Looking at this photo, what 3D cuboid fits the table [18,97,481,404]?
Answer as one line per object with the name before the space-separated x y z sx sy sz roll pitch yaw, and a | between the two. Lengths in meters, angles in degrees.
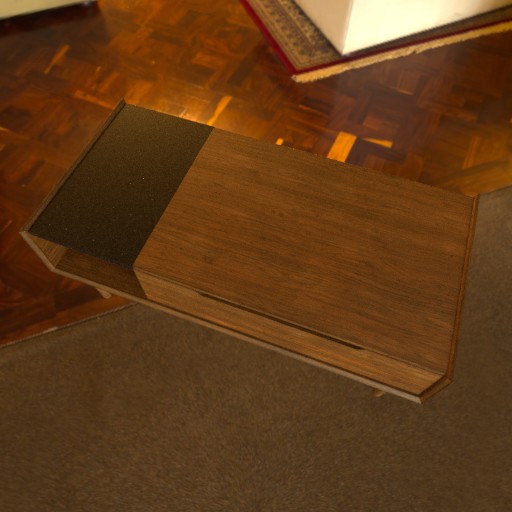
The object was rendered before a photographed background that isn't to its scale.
table | 0.000 0.000 1.521 1.221 0.508 0.610 18 61 10
